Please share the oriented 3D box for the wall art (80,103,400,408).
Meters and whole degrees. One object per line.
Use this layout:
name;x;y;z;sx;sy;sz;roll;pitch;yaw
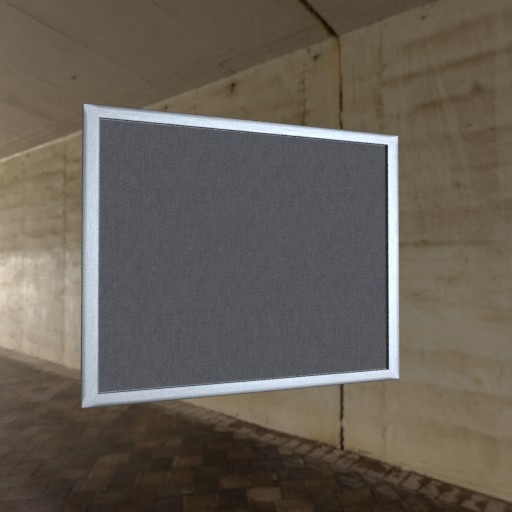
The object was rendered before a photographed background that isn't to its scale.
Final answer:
wall art;0.000;0.000;0.759;0.556;0.457;0.028;0;-1;-18
